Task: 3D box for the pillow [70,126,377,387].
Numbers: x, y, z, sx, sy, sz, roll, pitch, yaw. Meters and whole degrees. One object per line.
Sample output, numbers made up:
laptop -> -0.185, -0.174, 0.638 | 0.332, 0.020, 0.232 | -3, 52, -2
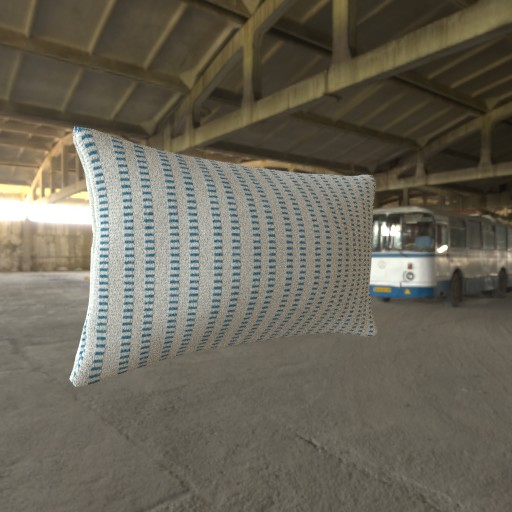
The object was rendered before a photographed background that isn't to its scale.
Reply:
pillow -> 0.000, 0.000, 0.791 | 0.640, 0.353, 0.210 | 0, 1, -37
